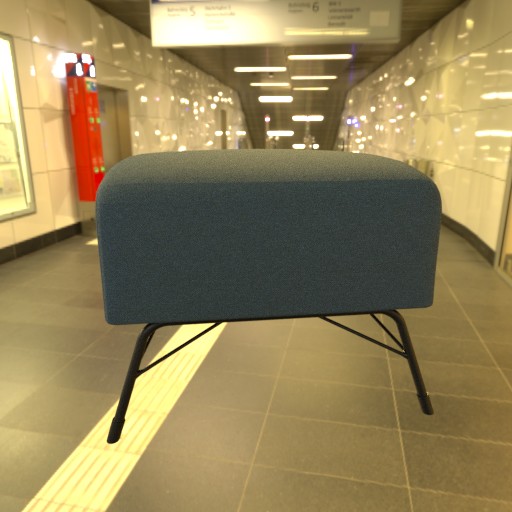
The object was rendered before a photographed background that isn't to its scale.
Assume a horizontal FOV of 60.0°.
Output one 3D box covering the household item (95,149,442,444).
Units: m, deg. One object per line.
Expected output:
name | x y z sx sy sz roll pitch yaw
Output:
household item | 0.000 0.000 0.896 0.530 0.420 0.530 -2 16 -8
